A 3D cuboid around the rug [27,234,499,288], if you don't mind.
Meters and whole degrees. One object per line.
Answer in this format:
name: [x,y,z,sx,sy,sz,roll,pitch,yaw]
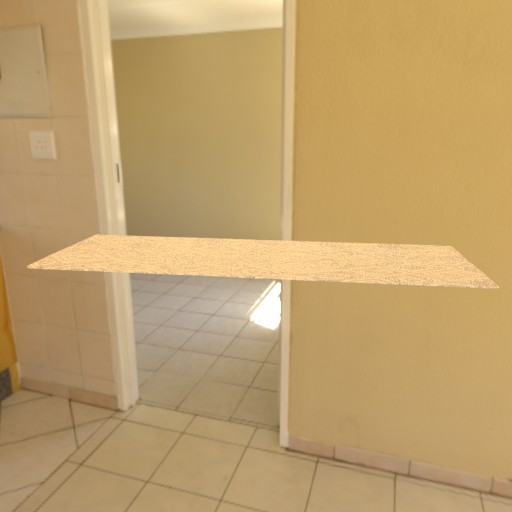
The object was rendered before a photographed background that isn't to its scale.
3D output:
rug: [0.000,0.000,2.632,2.436,0.013,0.807,2,16,8]
